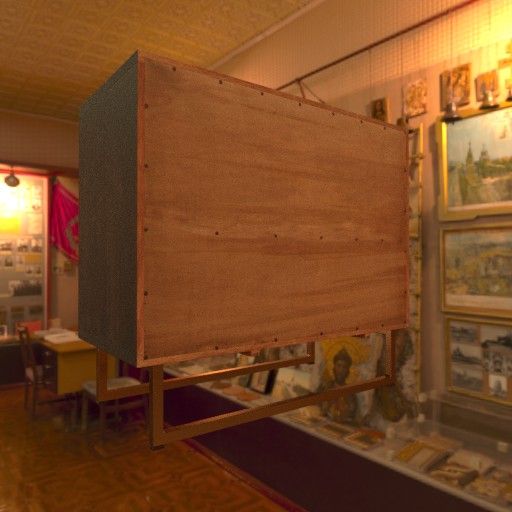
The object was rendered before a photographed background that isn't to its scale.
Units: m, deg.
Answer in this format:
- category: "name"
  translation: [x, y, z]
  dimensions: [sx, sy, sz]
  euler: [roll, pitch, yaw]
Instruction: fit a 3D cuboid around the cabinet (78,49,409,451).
- category: "cabinet"
  translation: [0.000, 0.000, 1.389]
  dimensions: [0.950, 0.860, 0.451]
  euler: [0, -1, -37]
